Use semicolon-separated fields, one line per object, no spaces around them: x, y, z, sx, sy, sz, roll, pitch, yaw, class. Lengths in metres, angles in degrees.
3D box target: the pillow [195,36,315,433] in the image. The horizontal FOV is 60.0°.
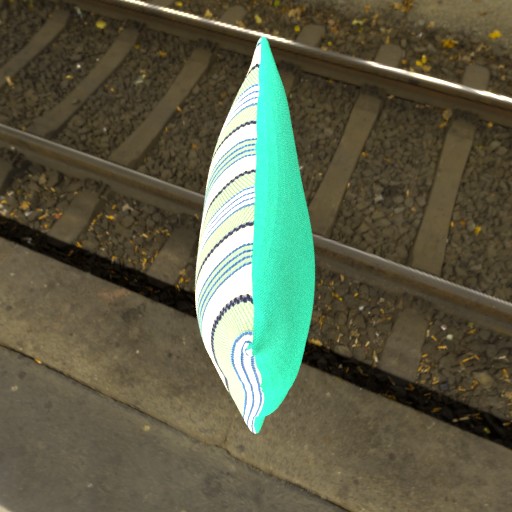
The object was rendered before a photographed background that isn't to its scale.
0.000;0.000;0.667;0.182;0.441;0.440;2;60;1;pillow
